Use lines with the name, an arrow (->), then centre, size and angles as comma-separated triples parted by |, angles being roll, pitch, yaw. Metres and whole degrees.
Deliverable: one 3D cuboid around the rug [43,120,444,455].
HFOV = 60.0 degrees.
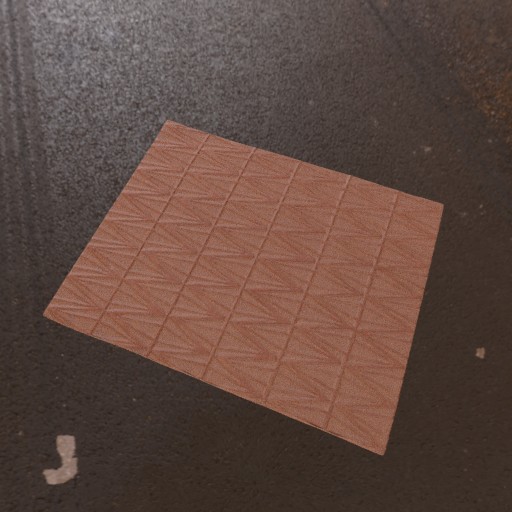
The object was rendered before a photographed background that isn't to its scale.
rug -> 0.000, 0.000, 4.117 | 3.052, 0.043, 2.453 | 19, 64, 10
